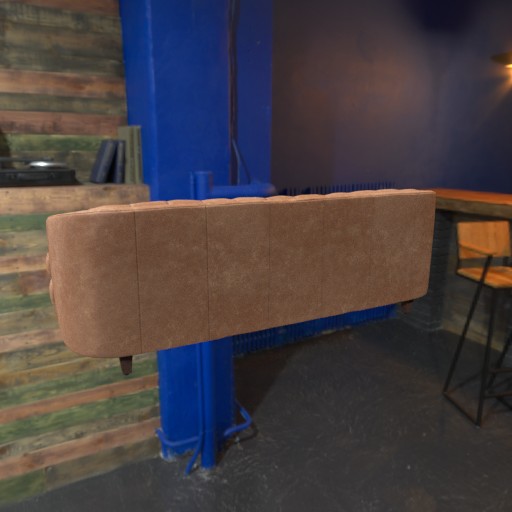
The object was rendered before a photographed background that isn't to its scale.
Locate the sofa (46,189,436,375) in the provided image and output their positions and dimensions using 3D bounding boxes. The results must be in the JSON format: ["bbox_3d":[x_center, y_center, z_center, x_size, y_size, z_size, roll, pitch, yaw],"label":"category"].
[{"bbox_3d":[0.000,0.000,2.649,2.257,0.791,0.922,-7,15,-26],"label":"sofa"}]
